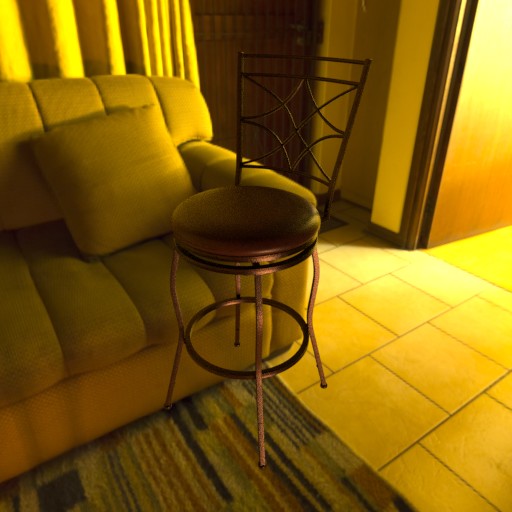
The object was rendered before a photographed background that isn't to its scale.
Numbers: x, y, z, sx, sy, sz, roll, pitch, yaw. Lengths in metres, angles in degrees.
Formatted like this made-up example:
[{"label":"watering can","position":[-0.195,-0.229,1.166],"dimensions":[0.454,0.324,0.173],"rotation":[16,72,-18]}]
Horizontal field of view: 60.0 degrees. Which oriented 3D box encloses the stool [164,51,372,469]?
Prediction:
[{"label":"stool","position":[0.000,0.000,1.379],"dimensions":[0.434,1.117,0.534],"rotation":[19,34,30]}]
